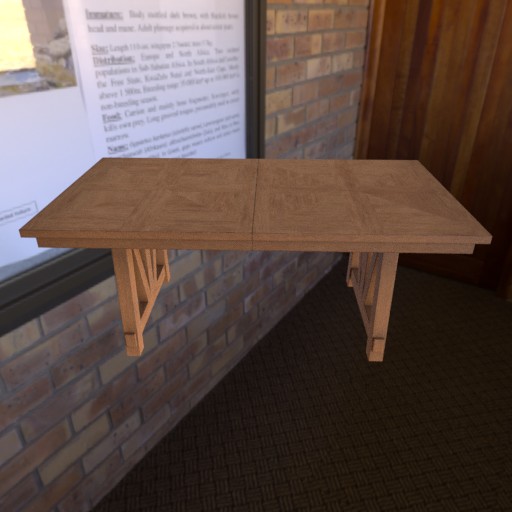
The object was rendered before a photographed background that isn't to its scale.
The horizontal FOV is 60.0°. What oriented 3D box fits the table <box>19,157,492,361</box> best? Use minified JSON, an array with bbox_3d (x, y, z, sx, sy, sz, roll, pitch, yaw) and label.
[{"bbox_3d":[0.000,0.000,2.389,1.881,0.768,1.016,1,29,2],"label":"table"}]
